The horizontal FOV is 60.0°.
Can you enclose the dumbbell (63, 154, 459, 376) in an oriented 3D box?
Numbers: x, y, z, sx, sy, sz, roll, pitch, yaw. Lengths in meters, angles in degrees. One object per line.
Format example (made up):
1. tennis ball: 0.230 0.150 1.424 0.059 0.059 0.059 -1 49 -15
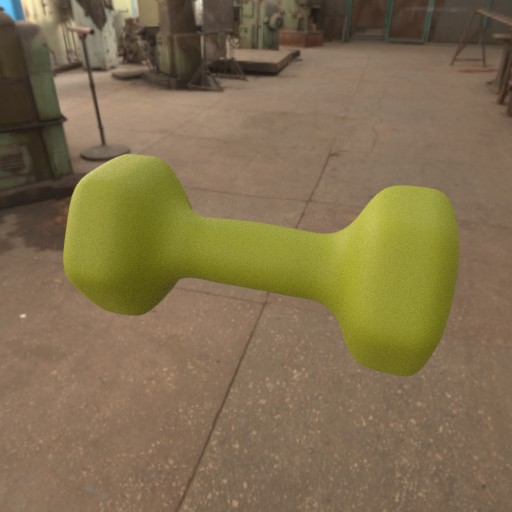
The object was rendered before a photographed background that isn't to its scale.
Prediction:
1. dumbbell: 0.000 0.000 0.200 0.164 0.072 0.080 10 33 16
